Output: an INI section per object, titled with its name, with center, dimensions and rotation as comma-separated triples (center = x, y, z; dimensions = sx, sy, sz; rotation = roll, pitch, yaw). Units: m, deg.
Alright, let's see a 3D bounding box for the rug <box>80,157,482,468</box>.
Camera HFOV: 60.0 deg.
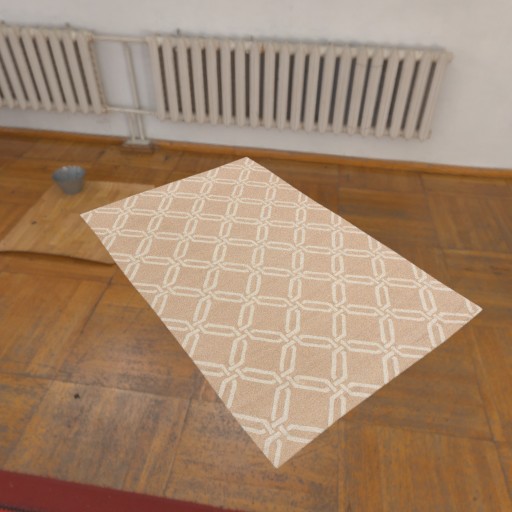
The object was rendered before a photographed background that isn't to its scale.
[rug]
center = 0.000, 0.000, 2.170
dimensions = 1.146, 0.010, 1.745
rotation = -26, 46, -27
